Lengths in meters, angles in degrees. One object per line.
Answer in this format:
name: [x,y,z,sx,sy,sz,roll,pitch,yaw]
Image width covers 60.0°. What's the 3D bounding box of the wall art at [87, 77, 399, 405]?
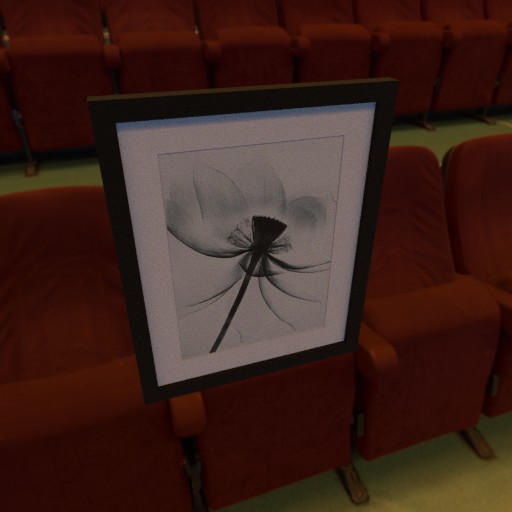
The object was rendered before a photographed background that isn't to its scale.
wall art: [0.000,0.000,0.775,0.457,0.559,0.029,-10,33,-16]
